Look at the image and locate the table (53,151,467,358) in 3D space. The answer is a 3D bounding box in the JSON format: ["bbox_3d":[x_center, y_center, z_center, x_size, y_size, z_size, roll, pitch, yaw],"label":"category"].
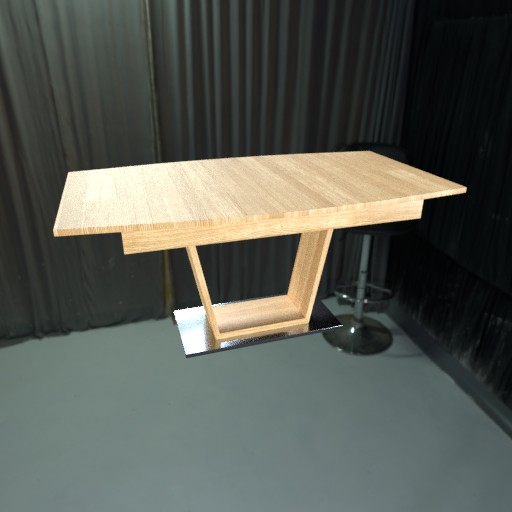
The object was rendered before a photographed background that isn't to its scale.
[{"bbox_3d":[0.000,0.000,2.118,1.598,0.748,0.900,-8,26,-16],"label":"table"}]
